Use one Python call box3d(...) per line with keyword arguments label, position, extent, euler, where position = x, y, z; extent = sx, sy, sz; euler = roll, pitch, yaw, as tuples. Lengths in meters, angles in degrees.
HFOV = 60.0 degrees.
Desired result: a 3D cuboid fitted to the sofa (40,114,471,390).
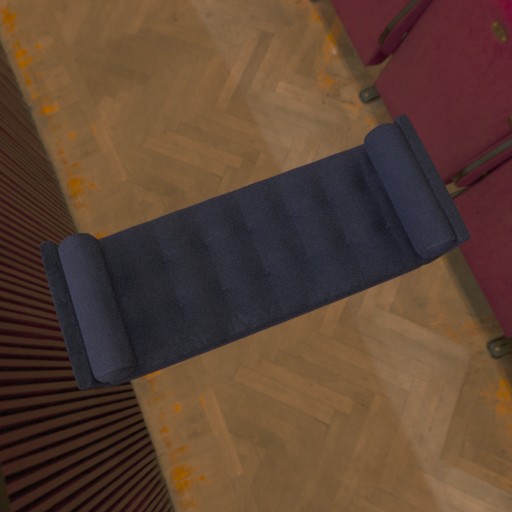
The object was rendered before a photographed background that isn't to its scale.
box3d(label="sofa", position=(0.000, 0.000, 2.541), extent=(2.102, 0.705, 0.796), euler=(-21, 77, -5))
